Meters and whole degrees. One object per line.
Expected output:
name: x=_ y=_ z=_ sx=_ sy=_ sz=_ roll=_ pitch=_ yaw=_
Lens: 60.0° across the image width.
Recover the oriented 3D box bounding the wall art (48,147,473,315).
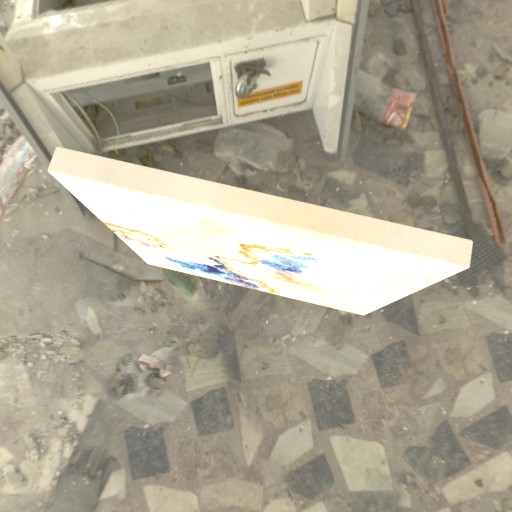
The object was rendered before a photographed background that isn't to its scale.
wall art: x=0.000 y=0.000 z=1.603 sx=1.061 sy=1.061 sz=0.071 roll=13 pitch=77 yaw=3
